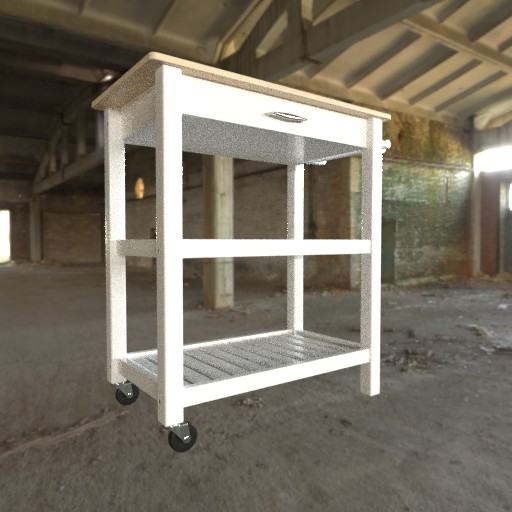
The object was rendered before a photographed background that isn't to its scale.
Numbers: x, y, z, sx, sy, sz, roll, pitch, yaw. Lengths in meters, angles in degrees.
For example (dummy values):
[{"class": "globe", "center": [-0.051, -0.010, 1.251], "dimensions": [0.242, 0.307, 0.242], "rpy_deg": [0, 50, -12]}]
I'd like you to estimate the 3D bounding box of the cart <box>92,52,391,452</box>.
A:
[{"class": "cart", "center": [0.000, 0.000, 1.431], "dimensions": [0.899, 0.927, 0.457], "rpy_deg": [-1, 2, -36]}]
